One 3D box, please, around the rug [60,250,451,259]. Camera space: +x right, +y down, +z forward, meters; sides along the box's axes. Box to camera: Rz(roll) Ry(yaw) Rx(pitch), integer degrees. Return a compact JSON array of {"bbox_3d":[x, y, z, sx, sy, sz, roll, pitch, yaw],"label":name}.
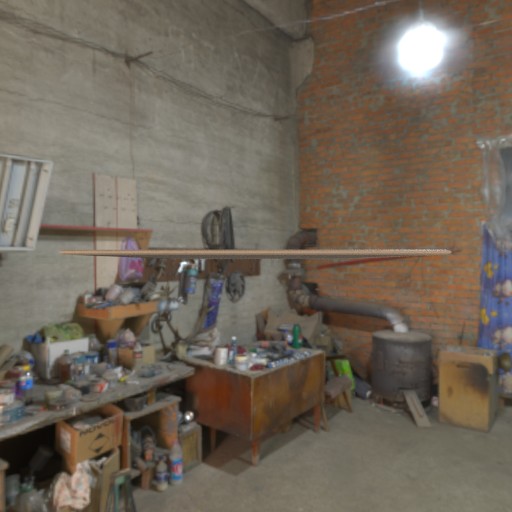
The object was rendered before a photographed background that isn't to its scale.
[{"bbox_3d":[0.000,0.000,2.745,1.525,0.020,2.081,0,-1,0],"label":"rug"}]
